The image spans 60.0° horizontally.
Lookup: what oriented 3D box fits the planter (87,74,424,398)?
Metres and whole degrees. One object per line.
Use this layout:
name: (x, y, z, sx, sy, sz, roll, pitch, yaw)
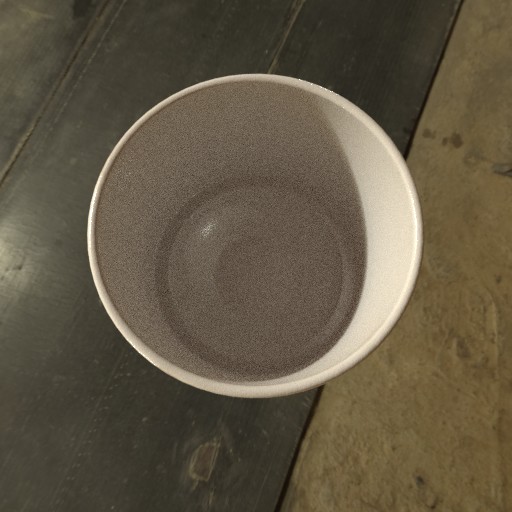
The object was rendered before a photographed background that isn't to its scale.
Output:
planter: (0.000, 0.000, 0.339, 0.193, 0.177, 0.193, 0, 77, 0)
